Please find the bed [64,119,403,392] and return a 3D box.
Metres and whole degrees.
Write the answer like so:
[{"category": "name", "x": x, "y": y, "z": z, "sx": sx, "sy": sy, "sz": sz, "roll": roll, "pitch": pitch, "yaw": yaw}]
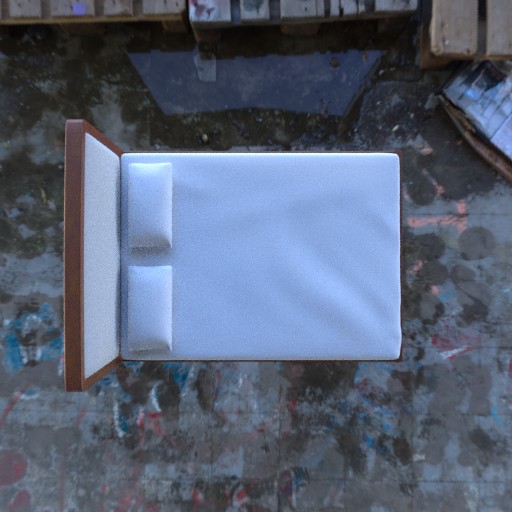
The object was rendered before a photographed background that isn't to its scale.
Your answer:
[{"category": "bed", "x": 0.000, "y": 0.000, "z": 3.165, "sx": 2.196, "sy": 1.275, "sz": 1.587, "roll": 0, "pitch": 90, "yaw": 0}]
